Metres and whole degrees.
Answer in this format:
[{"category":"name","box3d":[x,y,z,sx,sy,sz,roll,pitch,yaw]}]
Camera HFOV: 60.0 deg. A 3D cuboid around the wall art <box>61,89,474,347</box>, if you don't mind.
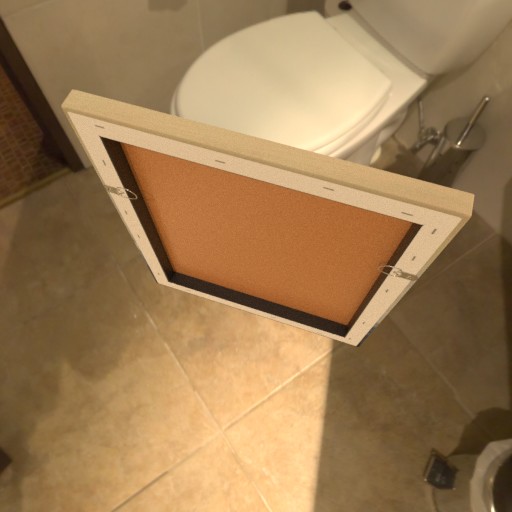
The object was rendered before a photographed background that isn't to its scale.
[{"category":"wall art","box3d":[0.000,0.000,0.947,0.608,0.710,0.041,17,66,8]}]
